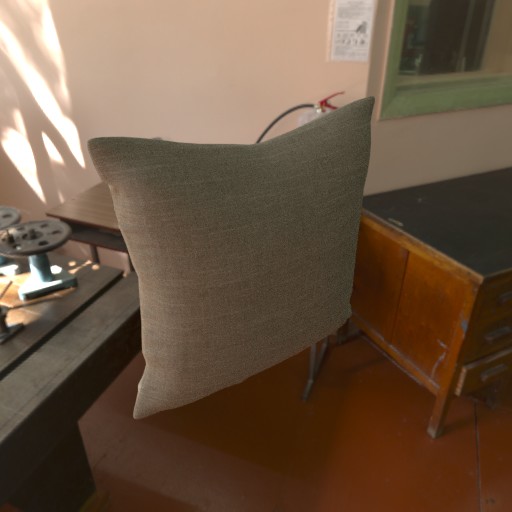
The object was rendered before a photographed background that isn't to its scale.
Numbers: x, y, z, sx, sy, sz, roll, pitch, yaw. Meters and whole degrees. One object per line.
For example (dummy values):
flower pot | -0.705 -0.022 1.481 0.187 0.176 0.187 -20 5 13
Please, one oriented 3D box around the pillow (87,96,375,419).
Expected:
pillow | 0.000 0.000 0.636 0.424 0.400 0.169 -19 35 -29
